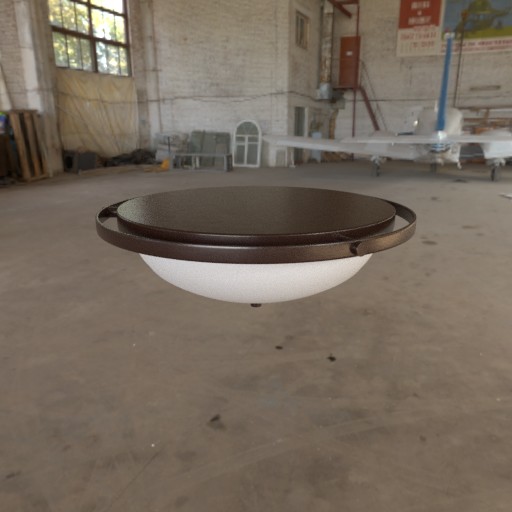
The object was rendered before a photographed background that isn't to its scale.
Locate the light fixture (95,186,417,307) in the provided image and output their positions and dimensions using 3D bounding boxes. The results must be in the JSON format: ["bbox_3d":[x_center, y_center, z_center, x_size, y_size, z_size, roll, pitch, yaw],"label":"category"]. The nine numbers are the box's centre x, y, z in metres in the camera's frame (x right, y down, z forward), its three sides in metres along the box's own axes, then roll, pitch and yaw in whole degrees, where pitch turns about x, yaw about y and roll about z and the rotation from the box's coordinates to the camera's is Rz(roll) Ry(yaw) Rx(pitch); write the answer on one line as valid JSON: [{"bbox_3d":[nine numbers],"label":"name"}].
[{"bbox_3d":[0.000,0.000,0.543,0.361,0.130,0.361,0,16,0],"label":"light fixture"}]
